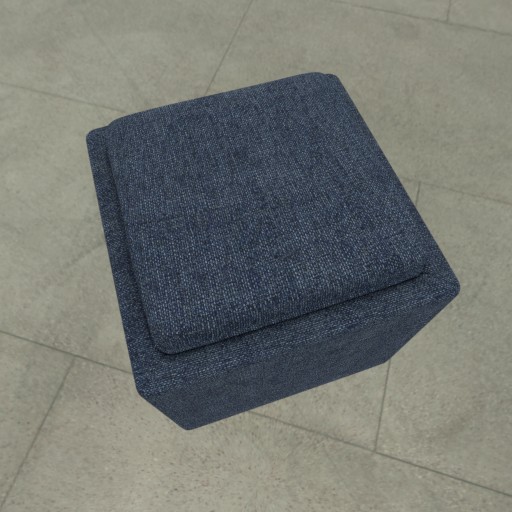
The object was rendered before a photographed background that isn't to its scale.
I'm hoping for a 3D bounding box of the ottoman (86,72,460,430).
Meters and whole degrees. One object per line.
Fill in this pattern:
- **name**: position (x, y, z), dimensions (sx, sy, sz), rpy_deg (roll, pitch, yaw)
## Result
- **ottoman**: position (0.000, 0.000, 0.811), dimensions (0.450, 0.460, 0.450), rpy_deg (-16, 64, -8)
